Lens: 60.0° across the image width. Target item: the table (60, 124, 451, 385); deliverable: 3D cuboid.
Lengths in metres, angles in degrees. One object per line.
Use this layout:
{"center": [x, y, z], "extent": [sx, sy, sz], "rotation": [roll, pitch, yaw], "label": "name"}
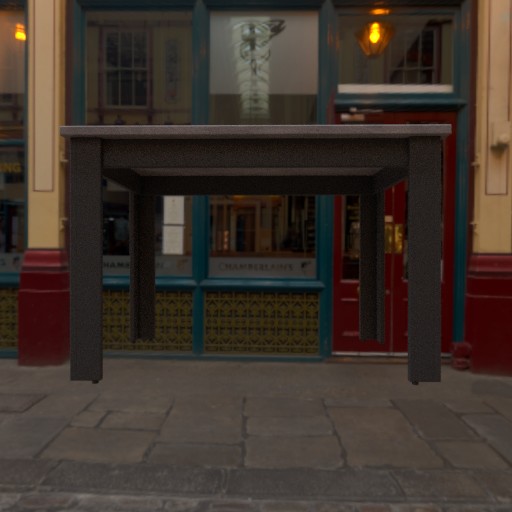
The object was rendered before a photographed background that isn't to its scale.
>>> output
{"center": [0.000, 0.000, 1.593], "extent": [1.100, 0.734, 0.700], "rotation": [0, 0, 1], "label": "table"}
